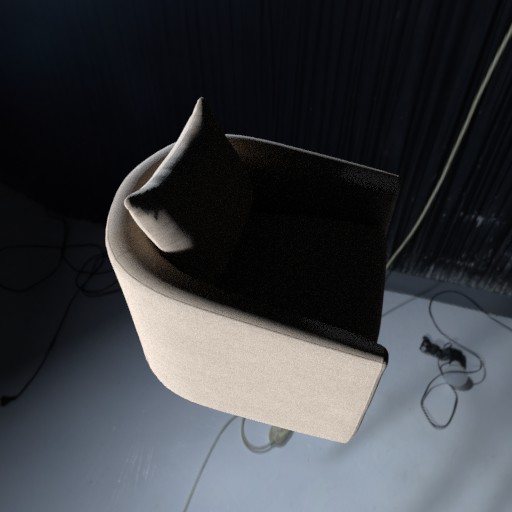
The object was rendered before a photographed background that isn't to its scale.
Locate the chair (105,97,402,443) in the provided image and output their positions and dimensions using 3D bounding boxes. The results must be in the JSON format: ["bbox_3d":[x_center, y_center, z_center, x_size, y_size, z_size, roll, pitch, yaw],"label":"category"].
[{"bbox_3d":[0.000,0.000,1.563,0.910,0.848,0.845,11,47,11],"label":"chair"}]
